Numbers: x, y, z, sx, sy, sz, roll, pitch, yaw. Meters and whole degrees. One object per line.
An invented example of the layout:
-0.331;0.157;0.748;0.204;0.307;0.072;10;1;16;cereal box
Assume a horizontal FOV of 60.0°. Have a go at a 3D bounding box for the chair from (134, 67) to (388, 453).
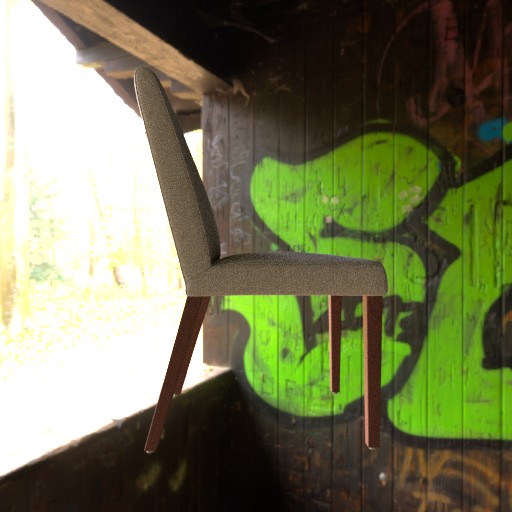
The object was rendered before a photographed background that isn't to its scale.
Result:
0.000;0.000;1.235;0.594;0.900;0.480;0;0;-2;chair
